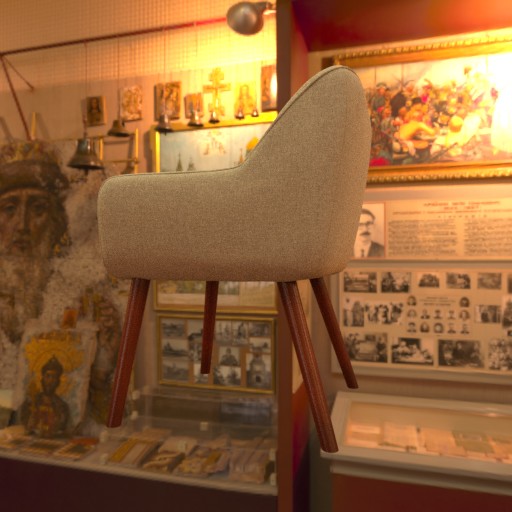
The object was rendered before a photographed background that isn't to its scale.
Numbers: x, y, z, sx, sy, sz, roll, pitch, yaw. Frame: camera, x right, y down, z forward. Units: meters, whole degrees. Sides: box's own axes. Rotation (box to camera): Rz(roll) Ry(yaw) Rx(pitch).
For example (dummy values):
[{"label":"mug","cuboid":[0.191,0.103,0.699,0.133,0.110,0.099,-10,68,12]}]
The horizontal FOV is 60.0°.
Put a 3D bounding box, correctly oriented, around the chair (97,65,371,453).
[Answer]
[{"label":"chair","cuboid":[0.000,0.000,1.229,0.610,0.813,0.610,0,-1,18]}]
